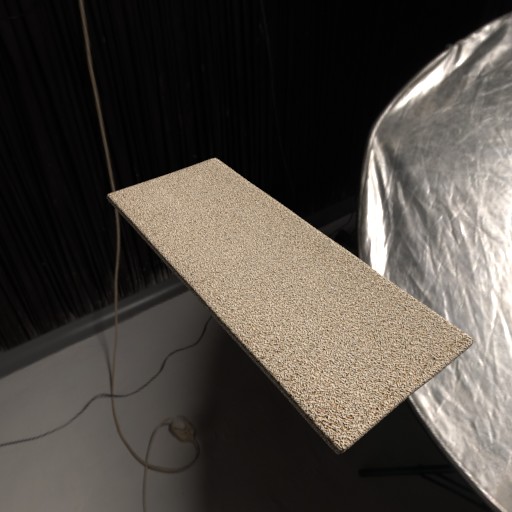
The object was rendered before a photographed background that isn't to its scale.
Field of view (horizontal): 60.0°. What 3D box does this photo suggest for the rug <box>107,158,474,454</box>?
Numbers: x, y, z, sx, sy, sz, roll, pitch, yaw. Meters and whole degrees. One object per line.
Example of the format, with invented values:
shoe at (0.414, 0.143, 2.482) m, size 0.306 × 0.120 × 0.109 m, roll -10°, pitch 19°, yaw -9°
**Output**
rug at (0.000, 0.000, 1.742) m, size 0.609 × 0.030 × 1.524 m, roll -26°, pitch 47°, yaw -27°
